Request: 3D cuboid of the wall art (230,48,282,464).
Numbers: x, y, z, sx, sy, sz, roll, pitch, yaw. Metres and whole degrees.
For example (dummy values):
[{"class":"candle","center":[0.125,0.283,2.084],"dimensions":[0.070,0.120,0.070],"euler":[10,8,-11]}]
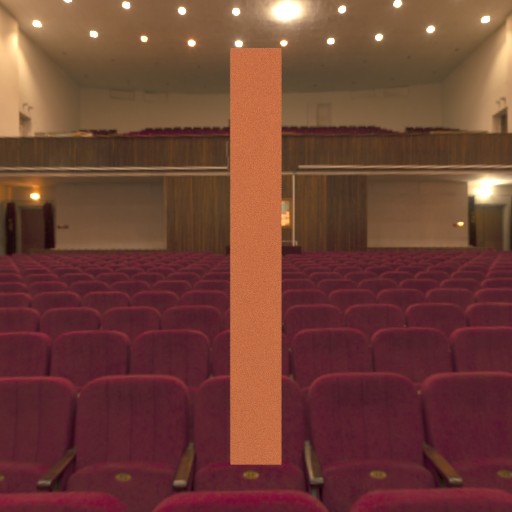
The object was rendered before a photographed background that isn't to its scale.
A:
[{"class":"wall art","center":[0.000,0.000,0.476],"dimensions":[0.038,0.305,0.305],"euler":[0,0,0]}]
